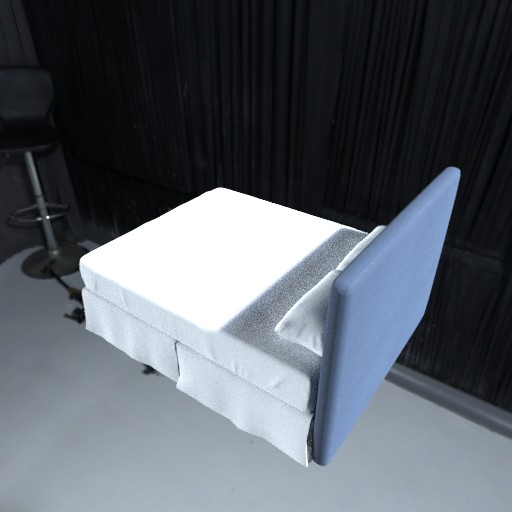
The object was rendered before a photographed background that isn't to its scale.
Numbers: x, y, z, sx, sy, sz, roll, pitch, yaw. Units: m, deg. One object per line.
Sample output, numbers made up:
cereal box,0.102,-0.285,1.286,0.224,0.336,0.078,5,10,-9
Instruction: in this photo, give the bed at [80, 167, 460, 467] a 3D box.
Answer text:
bed,0.000,0.000,3.214,2.162,1.330,1.713,21,38,30
